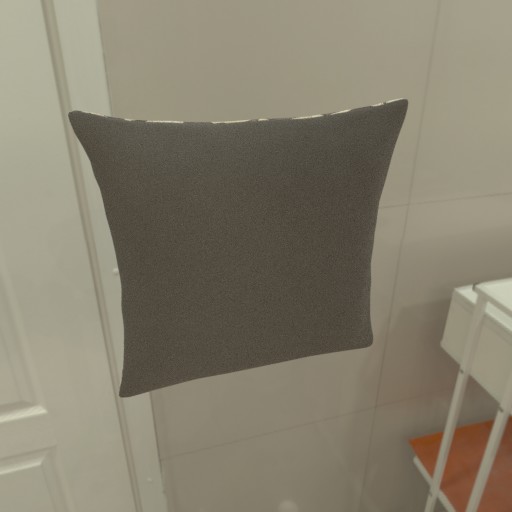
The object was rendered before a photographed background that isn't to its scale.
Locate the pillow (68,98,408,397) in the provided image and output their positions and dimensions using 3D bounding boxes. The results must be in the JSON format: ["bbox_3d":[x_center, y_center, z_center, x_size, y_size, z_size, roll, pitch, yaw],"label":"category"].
[{"bbox_3d":[0.000,0.000,0.772,0.526,0.507,0.166,-8,27,-15],"label":"pillow"}]
